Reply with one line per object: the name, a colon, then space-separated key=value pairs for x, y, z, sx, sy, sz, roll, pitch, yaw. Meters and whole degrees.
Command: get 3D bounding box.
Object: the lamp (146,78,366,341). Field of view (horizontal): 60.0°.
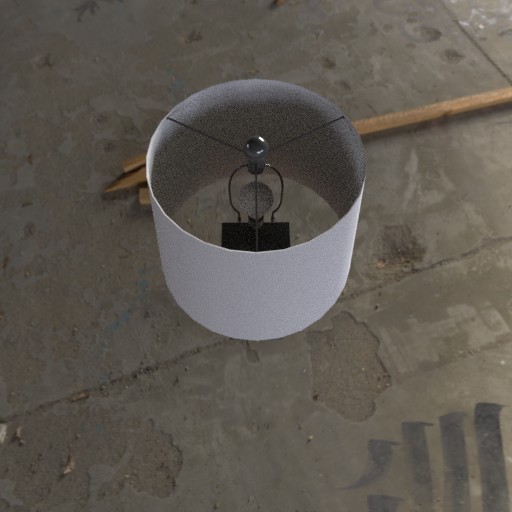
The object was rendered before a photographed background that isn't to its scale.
lamp: x=0.000 y=0.000 z=0.777 sx=0.320 sy=0.591 sz=0.320 roll=0 pitch=63 yaw=0
